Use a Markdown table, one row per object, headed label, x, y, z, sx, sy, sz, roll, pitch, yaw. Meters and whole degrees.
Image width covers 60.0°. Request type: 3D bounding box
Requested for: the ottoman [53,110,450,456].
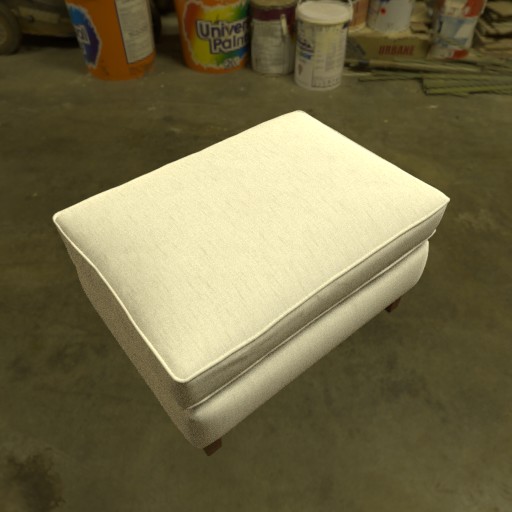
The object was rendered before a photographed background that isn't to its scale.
| label | x | y | z | sx | sy | sz | roll | pitch | yaw |
| --- | --- | --- | --- | --- | --- | --- | --- | --- | --- |
| ottoman | 0.000 | 0.000 | 0.975 | 0.665 | 0.406 | 0.501 | -30 | 54 | -25 |
